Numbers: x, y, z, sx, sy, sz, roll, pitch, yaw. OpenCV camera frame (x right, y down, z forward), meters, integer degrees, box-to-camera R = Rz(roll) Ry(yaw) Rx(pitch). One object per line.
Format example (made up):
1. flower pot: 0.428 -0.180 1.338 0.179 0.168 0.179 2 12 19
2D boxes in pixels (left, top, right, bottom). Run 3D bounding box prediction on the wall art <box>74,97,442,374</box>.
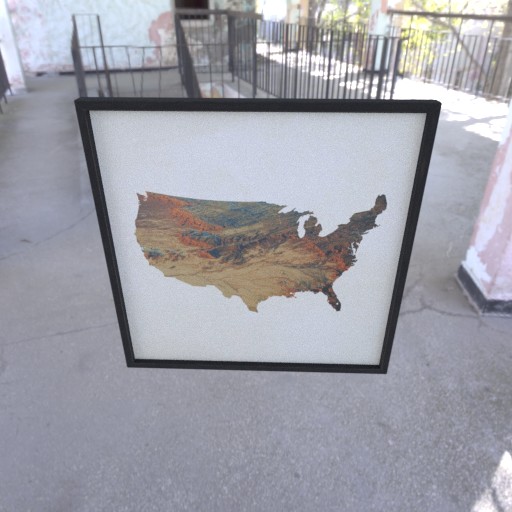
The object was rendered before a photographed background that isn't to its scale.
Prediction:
1. wall art: 0.000 0.000 0.448 0.304 0.303 0.015 1 30 2
